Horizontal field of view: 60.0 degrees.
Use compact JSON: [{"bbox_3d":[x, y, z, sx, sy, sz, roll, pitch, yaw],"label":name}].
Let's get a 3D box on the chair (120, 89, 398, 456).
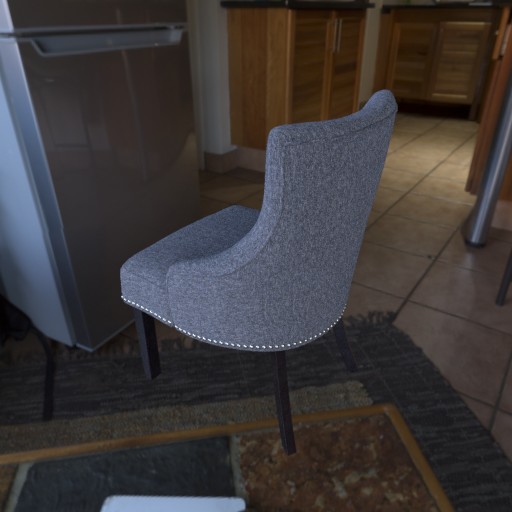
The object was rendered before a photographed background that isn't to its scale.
[{"bbox_3d":[0.000,0.000,1.296,0.629,0.909,0.566,21,36,31],"label":"chair"}]
